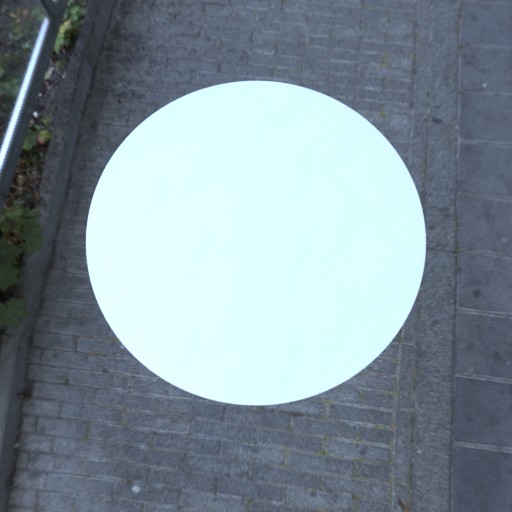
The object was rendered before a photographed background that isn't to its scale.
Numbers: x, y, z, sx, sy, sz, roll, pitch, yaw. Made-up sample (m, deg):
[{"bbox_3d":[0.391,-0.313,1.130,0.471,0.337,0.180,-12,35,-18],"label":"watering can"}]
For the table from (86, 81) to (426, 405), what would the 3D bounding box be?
[{"bbox_3d":[0.000,0.000,0.977,0.600,0.400,0.600,0,75,0],"label":"table"}]
